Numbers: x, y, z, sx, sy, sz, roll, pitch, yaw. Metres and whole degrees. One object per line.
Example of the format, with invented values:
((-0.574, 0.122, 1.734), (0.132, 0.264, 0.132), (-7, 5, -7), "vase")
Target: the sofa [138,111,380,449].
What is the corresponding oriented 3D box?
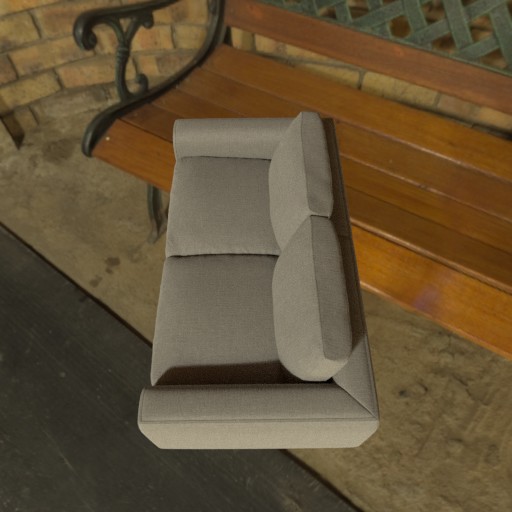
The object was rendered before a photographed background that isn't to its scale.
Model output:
((0.000, 0.000, 2.493), (1.069, 0.800, 1.920), (-1, 58, 0), "sofa")
